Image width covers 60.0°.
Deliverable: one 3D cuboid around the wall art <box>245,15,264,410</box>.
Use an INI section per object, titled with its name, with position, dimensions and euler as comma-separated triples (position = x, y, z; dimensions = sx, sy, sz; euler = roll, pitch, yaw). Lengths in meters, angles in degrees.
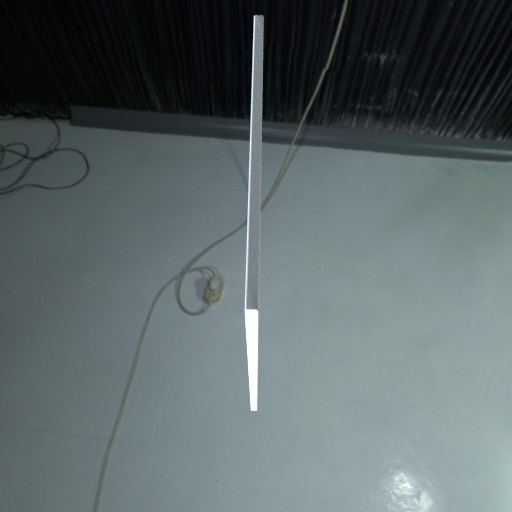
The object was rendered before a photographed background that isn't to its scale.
[wall art]
position = 0.000, 0.000, 0.678
dimensions = 0.012, 0.529, 0.374
euler = 1, 63, 0
